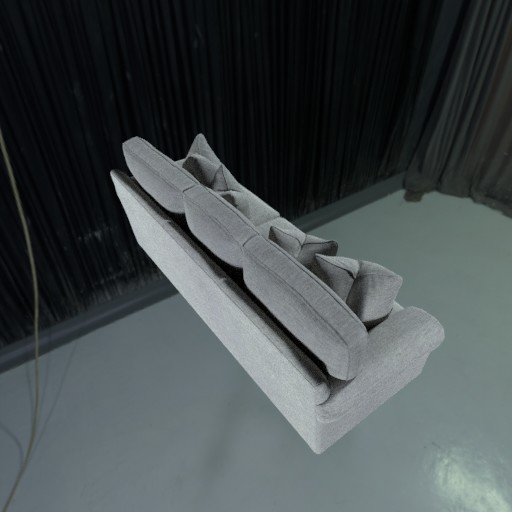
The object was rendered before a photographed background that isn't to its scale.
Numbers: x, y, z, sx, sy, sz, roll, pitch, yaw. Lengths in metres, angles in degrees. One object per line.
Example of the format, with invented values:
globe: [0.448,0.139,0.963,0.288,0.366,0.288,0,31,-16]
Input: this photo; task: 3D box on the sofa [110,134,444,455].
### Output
sofa: [0.000,0.000,2.852,0.965,0.975,2.312,-26,48,-26]
